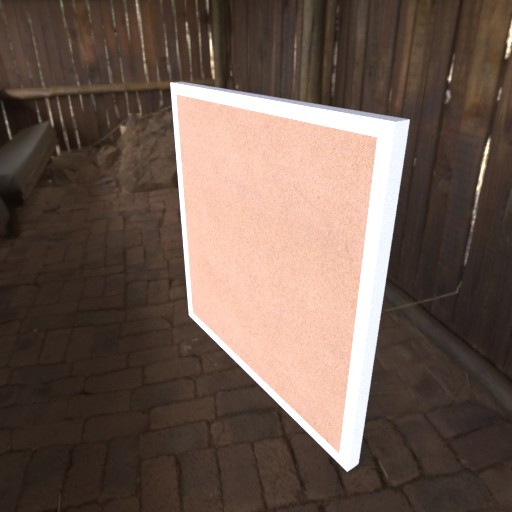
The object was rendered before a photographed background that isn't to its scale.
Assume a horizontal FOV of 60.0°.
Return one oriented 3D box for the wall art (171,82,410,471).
[{"bbox_3d":[0.000,0.000,1.111,0.036,0.760,0.760,-17,31,-31],"label":"wall art"}]
